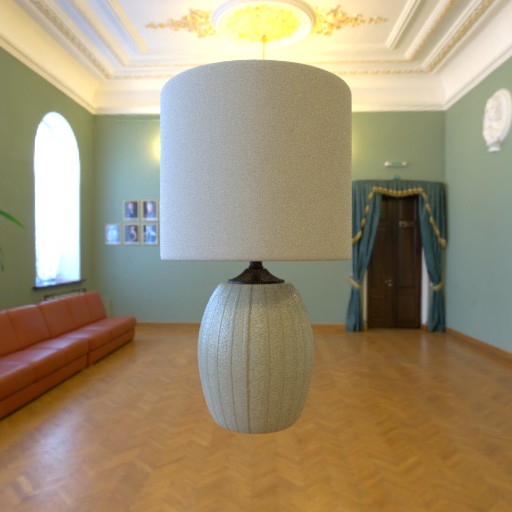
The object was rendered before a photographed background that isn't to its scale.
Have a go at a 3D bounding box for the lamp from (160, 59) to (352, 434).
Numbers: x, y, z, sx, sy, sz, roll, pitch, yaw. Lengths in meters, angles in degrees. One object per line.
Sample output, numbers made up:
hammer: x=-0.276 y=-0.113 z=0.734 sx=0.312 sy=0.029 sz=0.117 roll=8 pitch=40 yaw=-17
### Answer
lamp: x=0.000 y=0.000 z=0.779 sx=0.329 sy=0.570 sz=0.329 roll=0 pitch=0 yaw=1
